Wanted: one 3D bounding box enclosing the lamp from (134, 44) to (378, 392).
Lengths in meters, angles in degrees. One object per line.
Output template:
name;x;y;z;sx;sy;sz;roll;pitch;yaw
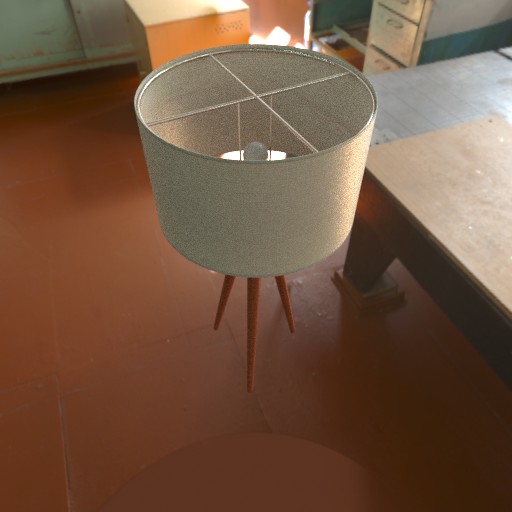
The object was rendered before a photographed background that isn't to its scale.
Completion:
lamp;0.000;0.000;0.913;0.355;0.709;0.354;9;47;9
